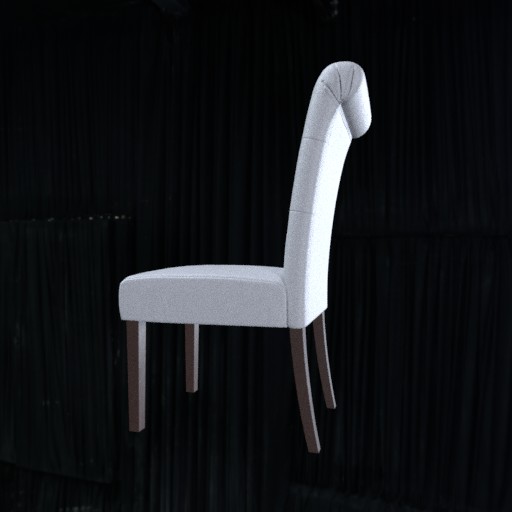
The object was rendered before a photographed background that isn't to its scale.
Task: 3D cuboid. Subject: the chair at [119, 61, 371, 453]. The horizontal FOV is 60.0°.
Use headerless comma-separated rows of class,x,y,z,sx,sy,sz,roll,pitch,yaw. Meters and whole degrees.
chair,0.000,0.000,1.369,0.671,1.006,0.456,0,1,17
